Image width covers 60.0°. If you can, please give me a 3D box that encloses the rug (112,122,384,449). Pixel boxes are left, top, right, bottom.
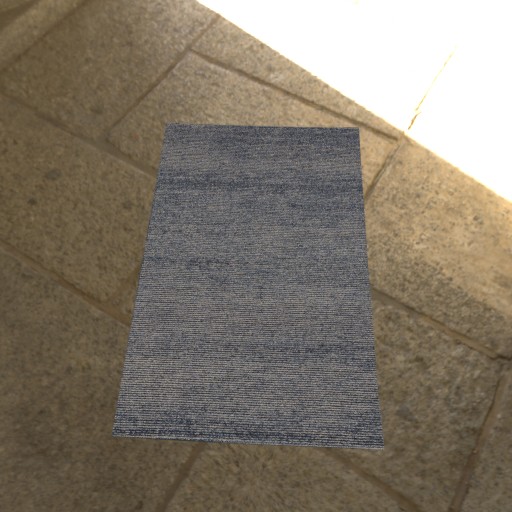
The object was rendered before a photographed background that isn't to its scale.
[{"bbox_3d":[0.000,0.000,2.220,1.135,0.010,1.740,2,63,1],"label":"rug"}]
